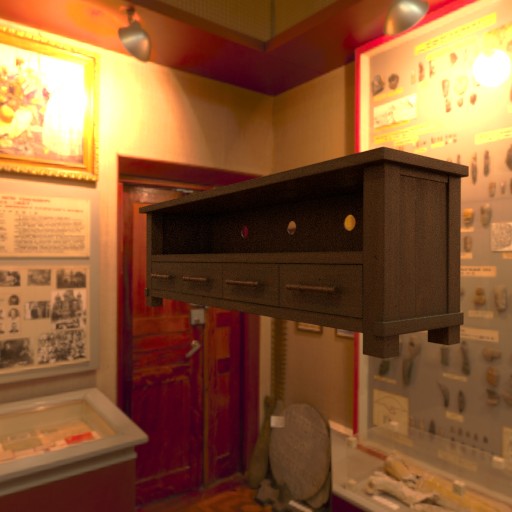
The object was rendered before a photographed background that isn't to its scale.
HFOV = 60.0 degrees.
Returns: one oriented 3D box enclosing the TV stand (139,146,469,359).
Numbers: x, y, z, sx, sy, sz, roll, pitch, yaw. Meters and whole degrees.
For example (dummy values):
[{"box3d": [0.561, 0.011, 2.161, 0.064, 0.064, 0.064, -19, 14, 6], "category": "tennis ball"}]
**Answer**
[{"box3d": [0.000, 0.000, 2.145, 0.471, 0.615, 1.866, 0, 0, -36], "category": "TV stand"}]
